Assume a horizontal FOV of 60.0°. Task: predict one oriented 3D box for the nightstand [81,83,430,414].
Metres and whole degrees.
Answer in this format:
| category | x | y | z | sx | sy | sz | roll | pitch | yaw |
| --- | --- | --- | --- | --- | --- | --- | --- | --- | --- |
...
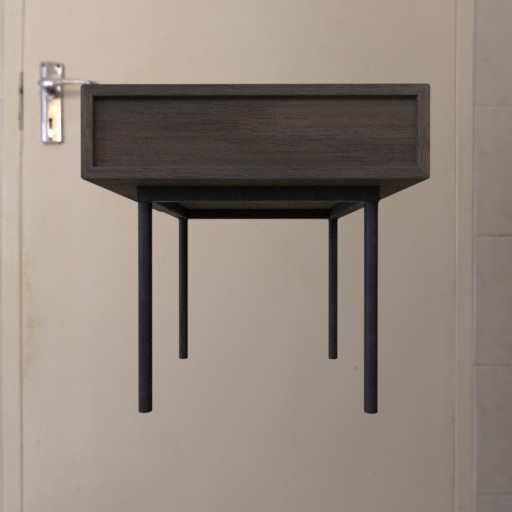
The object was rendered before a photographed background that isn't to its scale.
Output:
| category | x | y | z | sx | sy | sz | roll | pitch | yaw |
| --- | --- | --- | --- | --- | --- | --- | --- | --- | --- |
| nightstand | 0.000 | 0.000 | 0.886 | 0.502 | 0.497 | 0.503 | 0 | 0 | 0 |
